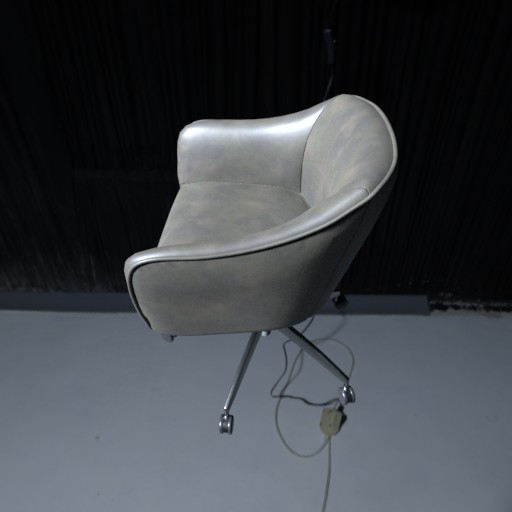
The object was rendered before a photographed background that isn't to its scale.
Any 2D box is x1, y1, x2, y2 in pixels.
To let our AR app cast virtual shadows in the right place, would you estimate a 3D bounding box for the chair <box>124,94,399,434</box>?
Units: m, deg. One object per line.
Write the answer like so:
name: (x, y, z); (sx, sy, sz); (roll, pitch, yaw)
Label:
chair: (0.000, 0.000, 1.322); (0.689, 0.827, 0.713); (2, 41, 2)
